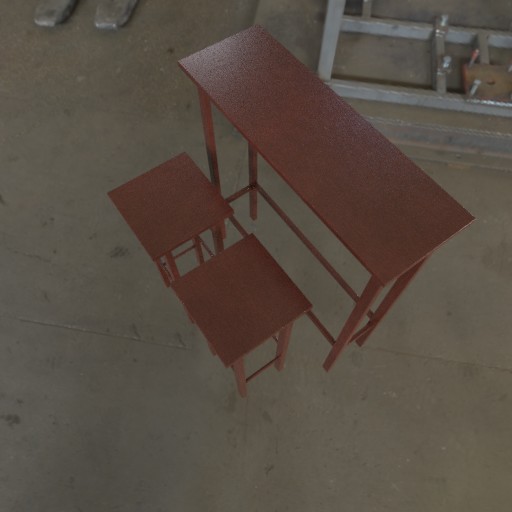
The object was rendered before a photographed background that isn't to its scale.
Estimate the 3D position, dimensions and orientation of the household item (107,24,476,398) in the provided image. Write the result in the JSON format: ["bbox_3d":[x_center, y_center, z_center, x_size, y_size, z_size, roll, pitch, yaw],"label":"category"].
[{"bbox_3d":[0.000,0.000,1.641,0.676,1.067,0.914,-33,67,-16],"label":"household item"}]
